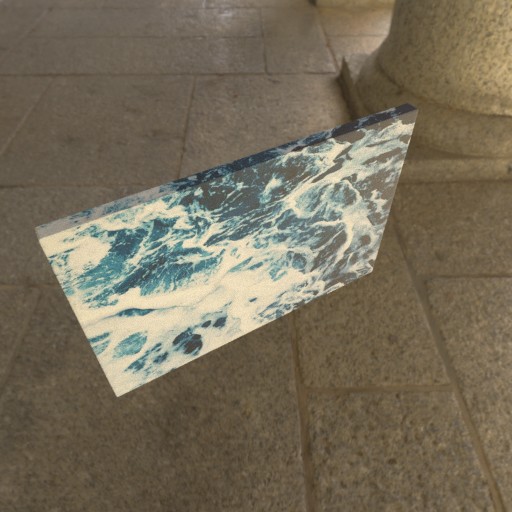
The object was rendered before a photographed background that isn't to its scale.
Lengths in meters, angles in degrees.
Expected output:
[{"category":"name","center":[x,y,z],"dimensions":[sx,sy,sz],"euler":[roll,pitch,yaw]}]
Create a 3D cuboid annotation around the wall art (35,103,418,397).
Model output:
[{"category":"wall art","center":[0.000,0.000,1.172],"dimensions":[0.915,0.610,0.042],"euler":[-23,51,-20]}]
